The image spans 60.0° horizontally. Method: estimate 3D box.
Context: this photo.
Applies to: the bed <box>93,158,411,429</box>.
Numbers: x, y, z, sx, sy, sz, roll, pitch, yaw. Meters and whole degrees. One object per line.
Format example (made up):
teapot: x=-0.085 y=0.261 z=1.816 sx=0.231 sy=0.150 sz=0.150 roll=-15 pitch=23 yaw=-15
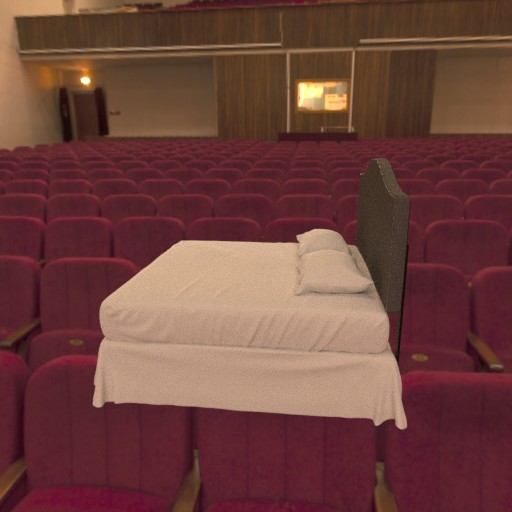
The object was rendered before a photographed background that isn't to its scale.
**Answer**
bed: x=0.000 y=0.000 z=3.805 sx=2.219 sy=1.651 sz=2.314 roll=2 pitch=15 yaw=6
